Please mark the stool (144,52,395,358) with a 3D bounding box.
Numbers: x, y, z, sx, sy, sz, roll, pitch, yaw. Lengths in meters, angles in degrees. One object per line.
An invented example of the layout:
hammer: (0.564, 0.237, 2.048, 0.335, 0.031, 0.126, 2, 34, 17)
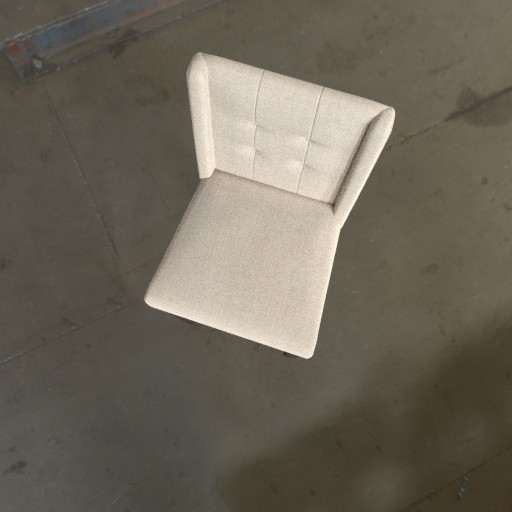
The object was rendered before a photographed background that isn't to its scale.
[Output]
stool: (0.000, 0.000, 1.382, 0.474, 1.116, 0.509, 18, 77, 4)
